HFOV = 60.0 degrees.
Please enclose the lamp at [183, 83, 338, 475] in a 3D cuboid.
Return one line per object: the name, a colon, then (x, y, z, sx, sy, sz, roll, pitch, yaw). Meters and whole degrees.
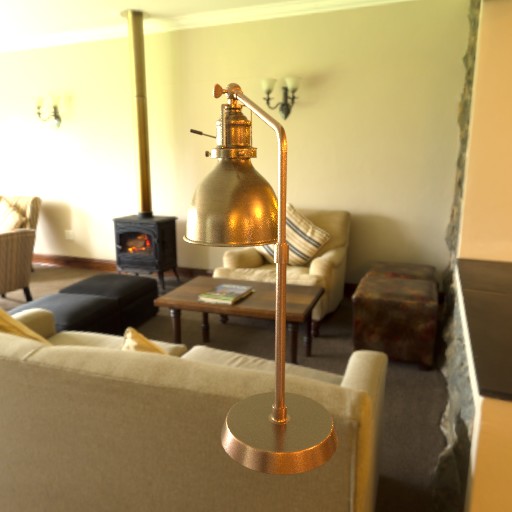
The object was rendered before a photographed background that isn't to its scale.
lamp: (0.000, 0.000, 0.593, 0.153, 0.456, 0.286, -6, 14, -27)
